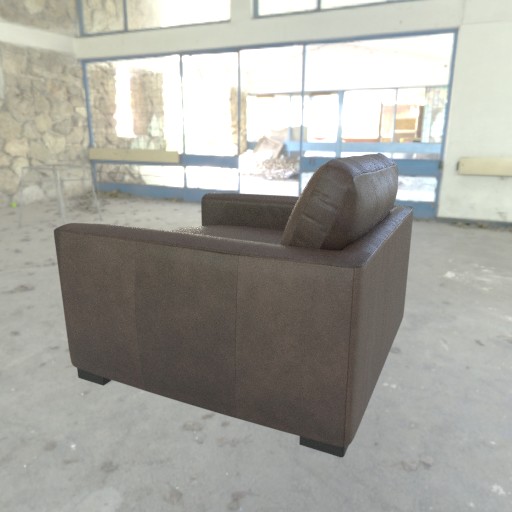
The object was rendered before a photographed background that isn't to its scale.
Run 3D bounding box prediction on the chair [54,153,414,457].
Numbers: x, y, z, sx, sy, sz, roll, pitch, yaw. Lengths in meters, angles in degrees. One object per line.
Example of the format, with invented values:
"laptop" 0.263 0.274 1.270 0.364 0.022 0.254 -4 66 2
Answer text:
"chair" 0.000 0.000 1.783 1.069 0.812 1.100 7 17 25
